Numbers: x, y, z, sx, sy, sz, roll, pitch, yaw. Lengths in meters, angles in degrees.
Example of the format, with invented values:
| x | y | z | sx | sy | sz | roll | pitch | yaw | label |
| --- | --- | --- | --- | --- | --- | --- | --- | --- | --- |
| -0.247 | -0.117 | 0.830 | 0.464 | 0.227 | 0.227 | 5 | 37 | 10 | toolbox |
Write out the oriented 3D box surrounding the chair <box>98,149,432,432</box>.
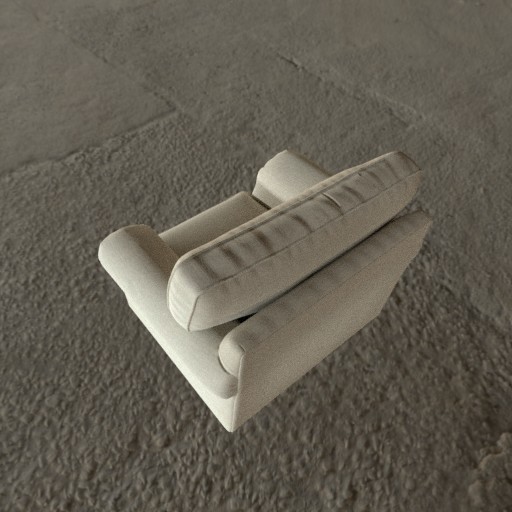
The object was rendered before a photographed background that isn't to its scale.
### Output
| x | y | z | sx | sy | sz | roll | pitch | yaw | label |
| --- | --- | --- | --- | --- | --- | --- | --- | --- | --- |
| 0.000 | 0.000 | 1.900 | 1.092 | 0.961 | 0.965 | -31 | 54 | -26 | chair |
